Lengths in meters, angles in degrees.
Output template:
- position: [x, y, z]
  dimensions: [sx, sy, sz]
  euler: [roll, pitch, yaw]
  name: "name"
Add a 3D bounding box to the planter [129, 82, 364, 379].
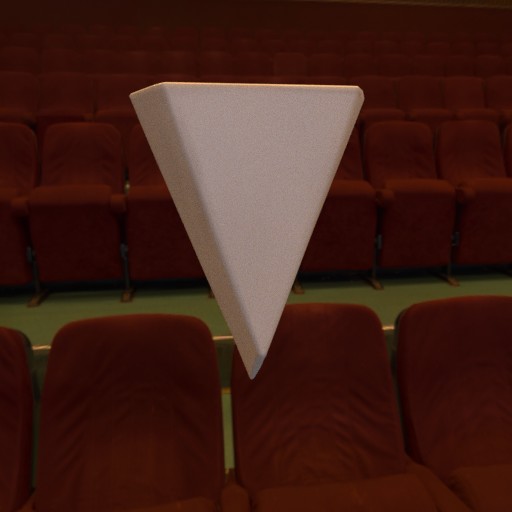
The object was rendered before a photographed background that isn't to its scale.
- position: [0.000, 0.000, 0.281]
  dimensions: [0.150, 0.197, 0.060]
  euler: [-2, 14, -8]
  name: "planter"
